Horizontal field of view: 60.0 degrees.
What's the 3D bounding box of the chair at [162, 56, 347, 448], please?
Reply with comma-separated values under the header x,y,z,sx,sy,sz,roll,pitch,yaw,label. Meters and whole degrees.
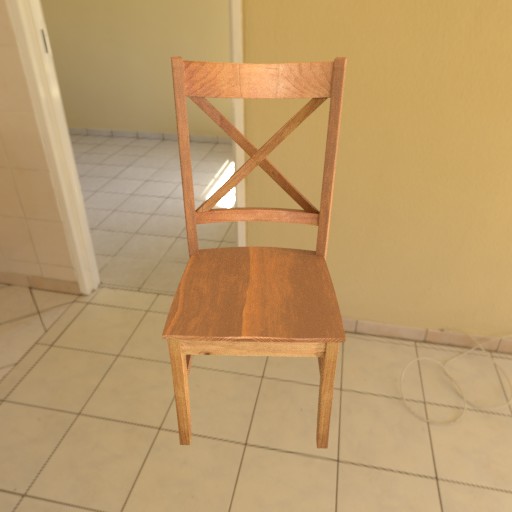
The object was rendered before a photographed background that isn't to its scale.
x,y,z,sx,sy,sz,roll,pitch,yaw,label
0.000,0.000,1.262,0.485,0.983,0.542,1,31,1,chair
